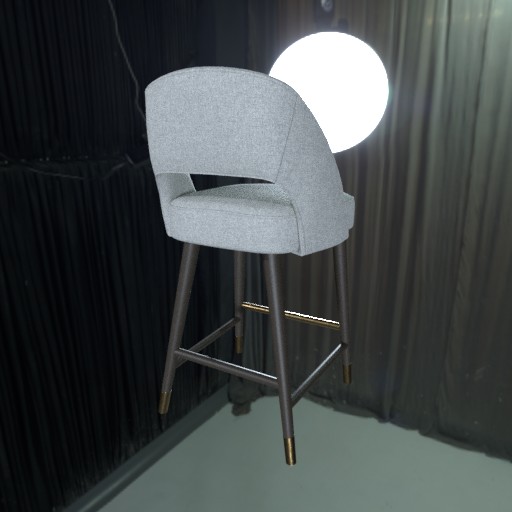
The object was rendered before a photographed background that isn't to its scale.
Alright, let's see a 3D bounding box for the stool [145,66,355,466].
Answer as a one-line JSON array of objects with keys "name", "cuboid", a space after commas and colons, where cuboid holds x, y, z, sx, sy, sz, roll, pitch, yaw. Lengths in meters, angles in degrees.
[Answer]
[{"name": "stool", "cuboid": [0.000, 0.000, 1.257, 0.494, 0.940, 0.509, 9, 18, 29]}]
